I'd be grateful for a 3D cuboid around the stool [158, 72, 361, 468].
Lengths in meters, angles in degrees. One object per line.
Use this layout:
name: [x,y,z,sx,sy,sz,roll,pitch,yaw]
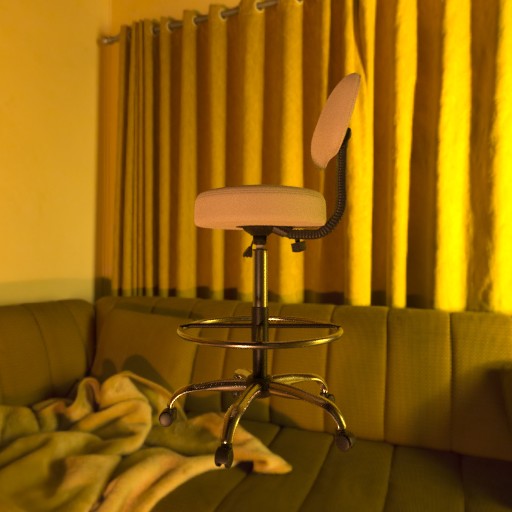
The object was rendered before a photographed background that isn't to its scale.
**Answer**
stool: [0.000,0.000,1.410,0.616,1.080,0.609,0,0,1]
